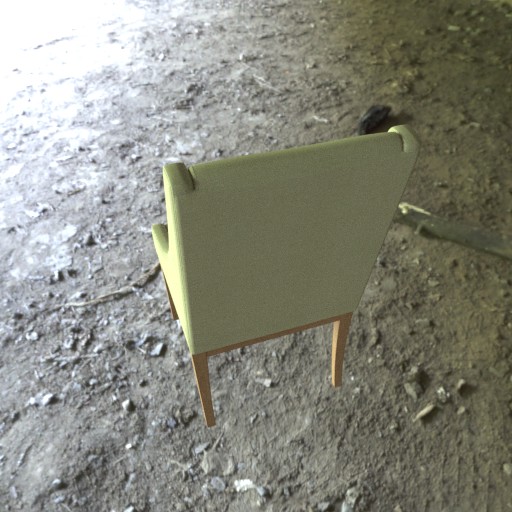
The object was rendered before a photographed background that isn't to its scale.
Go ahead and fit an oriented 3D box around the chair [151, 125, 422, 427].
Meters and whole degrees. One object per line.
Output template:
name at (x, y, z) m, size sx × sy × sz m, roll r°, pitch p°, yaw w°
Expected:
chair at (0.000, 0.000, 1.387) m, size 0.575 × 1.021 × 0.611 m, roll -13°, pitch 44°, yaw -14°
